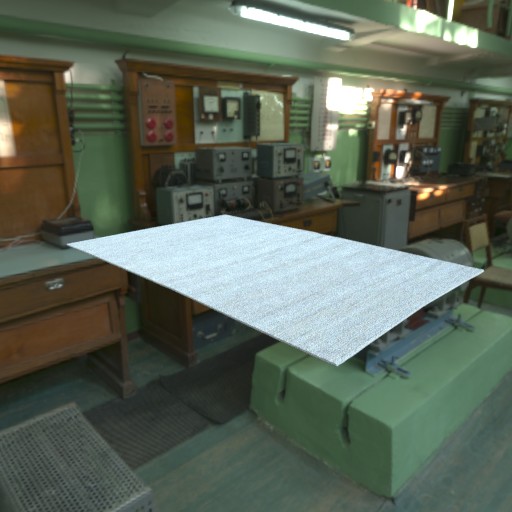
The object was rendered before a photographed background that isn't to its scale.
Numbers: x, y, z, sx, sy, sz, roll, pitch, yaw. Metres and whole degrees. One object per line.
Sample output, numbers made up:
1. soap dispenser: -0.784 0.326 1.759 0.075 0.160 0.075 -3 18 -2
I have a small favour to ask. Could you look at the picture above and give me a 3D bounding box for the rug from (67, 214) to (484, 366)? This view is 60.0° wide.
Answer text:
1. rug: 0.000 0.000 2.253 1.179 0.022 1.820 -16 23 -42
